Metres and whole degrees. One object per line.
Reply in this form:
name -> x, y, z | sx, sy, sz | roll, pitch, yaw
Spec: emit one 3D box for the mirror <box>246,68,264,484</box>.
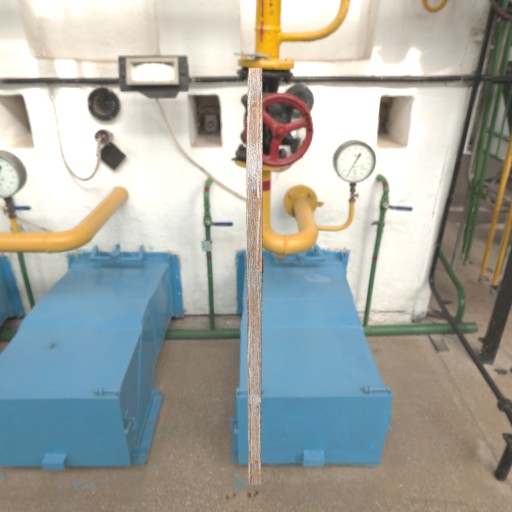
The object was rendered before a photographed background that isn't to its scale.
mirror -> 0.000, 0.000, 1.176 | 0.032, 0.920, 0.660 | 0, 26, 0
